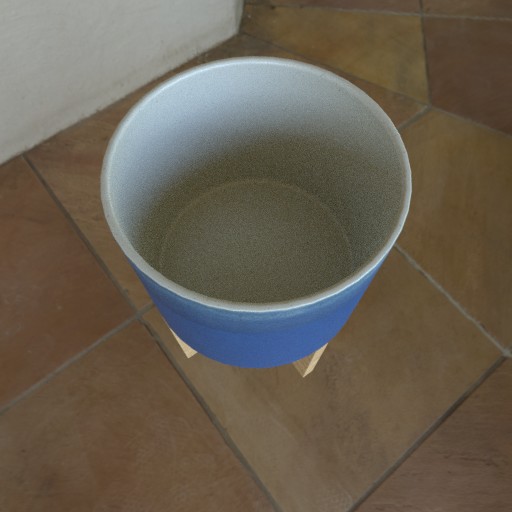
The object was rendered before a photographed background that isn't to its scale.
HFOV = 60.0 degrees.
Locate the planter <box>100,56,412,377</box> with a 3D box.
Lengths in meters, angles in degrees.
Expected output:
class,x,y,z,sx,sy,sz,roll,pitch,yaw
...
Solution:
class,x,y,z,sx,sy,sz,roll,pitch,yaw
planter,0.000,0.000,0.394,0.192,0.263,0.192,0,64,0
